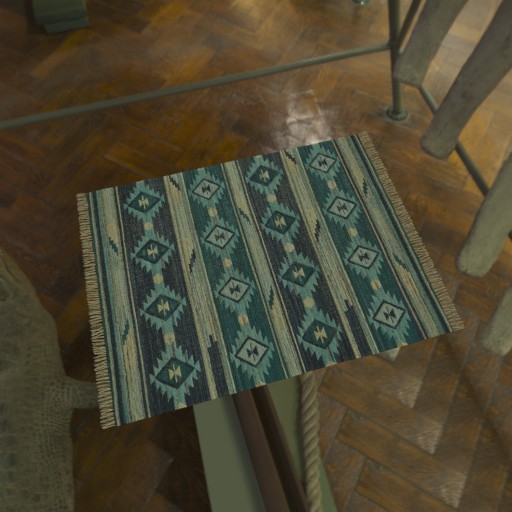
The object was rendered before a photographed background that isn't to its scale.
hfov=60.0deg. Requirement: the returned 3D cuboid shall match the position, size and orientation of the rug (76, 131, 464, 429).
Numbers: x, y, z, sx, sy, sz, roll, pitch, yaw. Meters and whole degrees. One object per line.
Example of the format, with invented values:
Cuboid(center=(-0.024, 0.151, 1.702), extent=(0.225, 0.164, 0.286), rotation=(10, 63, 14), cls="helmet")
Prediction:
Cuboid(center=(0.000, 0.000, 4.346), extent=(3.307, 0.047, 2.418), rotation=(-14, 64, -7), cls="rug")
